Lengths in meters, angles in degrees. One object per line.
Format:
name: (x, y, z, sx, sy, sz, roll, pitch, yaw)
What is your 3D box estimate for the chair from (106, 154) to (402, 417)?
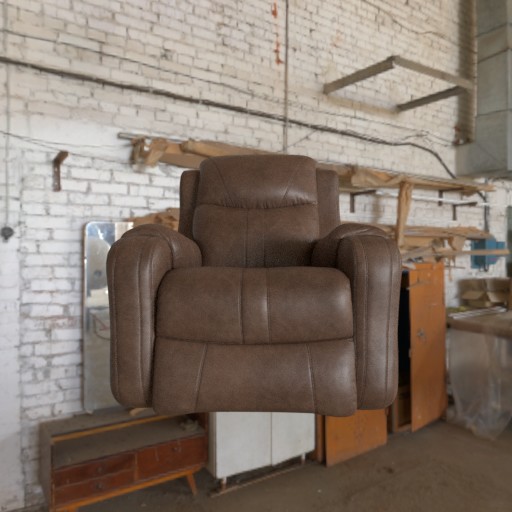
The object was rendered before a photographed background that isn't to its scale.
chair: (0.000, 0.000, 1.832, 0.940, 0.990, 1.067, 0, 1, 1)
